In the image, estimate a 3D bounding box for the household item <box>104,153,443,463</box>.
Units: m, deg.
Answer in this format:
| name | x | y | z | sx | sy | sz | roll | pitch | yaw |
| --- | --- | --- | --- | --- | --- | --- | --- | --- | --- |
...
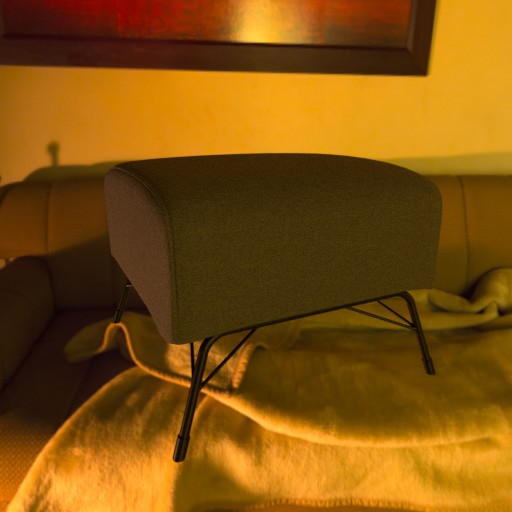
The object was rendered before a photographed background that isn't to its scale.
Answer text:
| name | x | y | z | sx | sy | sz | roll | pitch | yaw |
| --- | --- | --- | --- | --- | --- | --- | --- | --- | --- |
| household item | 0.000 | 0.000 | 0.919 | 0.530 | 0.410 | 0.530 | -8 | 19 | -25 |
